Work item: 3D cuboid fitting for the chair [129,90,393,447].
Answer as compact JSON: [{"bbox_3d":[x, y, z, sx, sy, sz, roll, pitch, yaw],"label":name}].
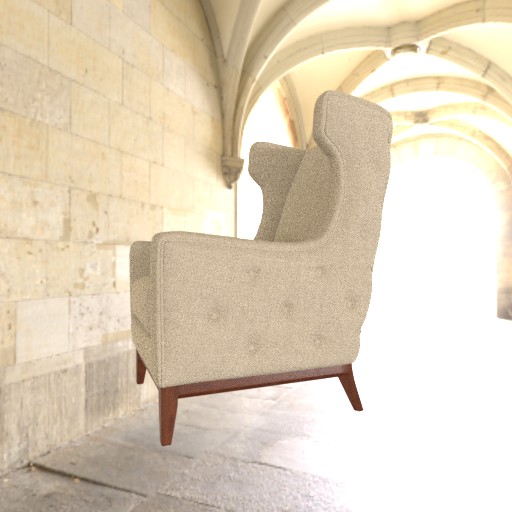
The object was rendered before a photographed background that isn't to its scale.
[{"bbox_3d":[0.000,0.000,1.707,0.899,1.079,0.778,0,-1,-21],"label":"chair"}]
